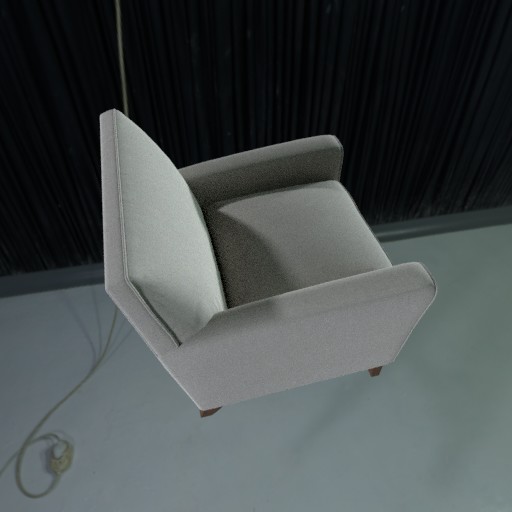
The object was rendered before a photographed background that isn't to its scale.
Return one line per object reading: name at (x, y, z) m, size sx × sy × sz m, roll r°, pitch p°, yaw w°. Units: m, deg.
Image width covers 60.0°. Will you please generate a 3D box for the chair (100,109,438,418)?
chair at (0.000, 0.000, 1.580) m, size 0.871 × 0.846 × 0.840 m, roll -11°, pitch 48°, yaw -10°
